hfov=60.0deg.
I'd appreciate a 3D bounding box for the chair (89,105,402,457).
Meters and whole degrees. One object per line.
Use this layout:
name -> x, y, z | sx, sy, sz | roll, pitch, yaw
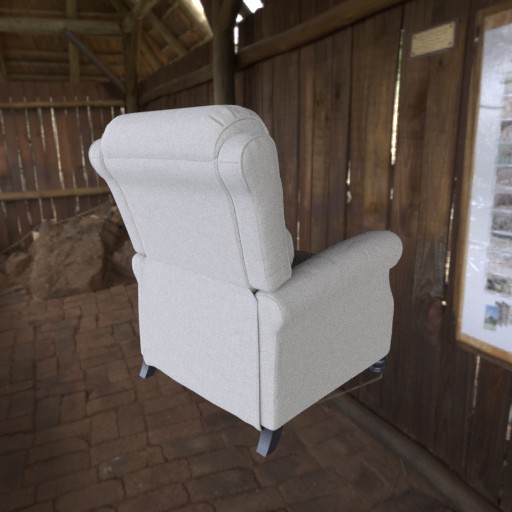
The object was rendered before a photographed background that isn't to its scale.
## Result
chair -> 0.000, 0.000, 1.724 | 0.859, 1.046, 0.919 | 13, 19, 43
